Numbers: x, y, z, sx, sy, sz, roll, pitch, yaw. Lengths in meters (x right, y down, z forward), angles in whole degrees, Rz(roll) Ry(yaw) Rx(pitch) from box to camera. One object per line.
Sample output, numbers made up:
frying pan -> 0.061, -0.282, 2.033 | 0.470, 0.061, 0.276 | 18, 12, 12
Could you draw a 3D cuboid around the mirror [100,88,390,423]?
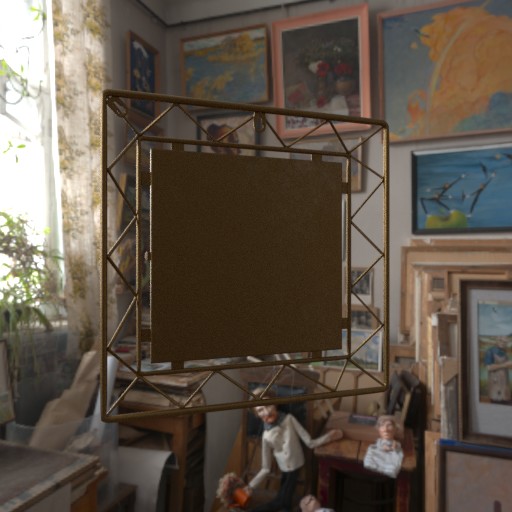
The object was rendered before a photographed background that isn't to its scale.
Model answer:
mirror -> 0.000, 0.000, 0.628 | 0.416, 0.414, 0.046 | 0, 0, -18
